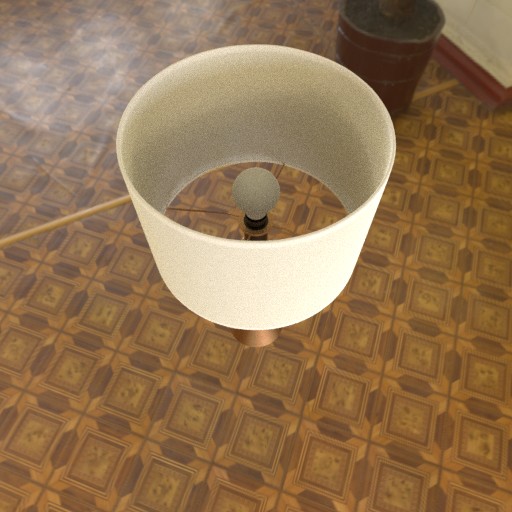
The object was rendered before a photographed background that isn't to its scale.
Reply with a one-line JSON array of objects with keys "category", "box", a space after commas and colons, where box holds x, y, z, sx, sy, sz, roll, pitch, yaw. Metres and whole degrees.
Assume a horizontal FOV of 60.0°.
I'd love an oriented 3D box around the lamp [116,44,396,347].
[{"category": "lamp", "box": [0.000, 0.000, 0.634, 0.268, 0.479, 0.268, 16, 60, 10]}]
